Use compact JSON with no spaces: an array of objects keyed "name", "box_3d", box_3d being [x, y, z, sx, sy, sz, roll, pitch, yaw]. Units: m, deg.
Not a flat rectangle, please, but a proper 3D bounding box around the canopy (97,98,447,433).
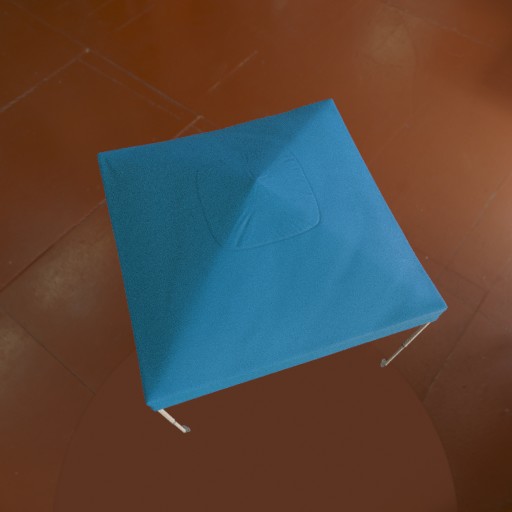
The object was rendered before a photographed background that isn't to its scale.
[{"name":"canopy","box_3d":[0.000,0.000,5.409,2.996,2.997,2.998,-16,63,-8]}]
